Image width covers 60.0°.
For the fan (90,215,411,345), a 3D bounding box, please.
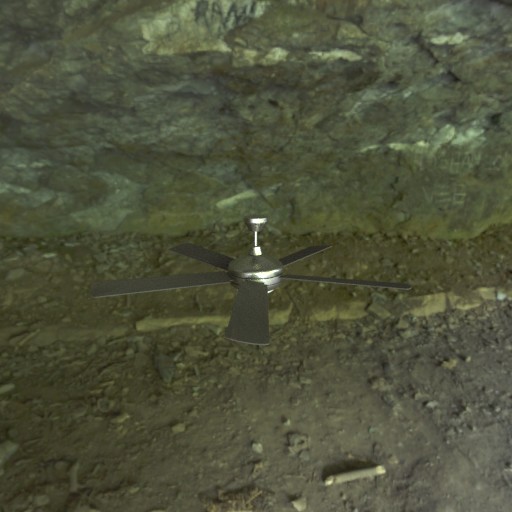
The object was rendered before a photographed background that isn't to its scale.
[{"bbox_3d":[0.000,0.000,1.992,1.321,0.356,1.321,7,16,25],"label":"fan"}]
